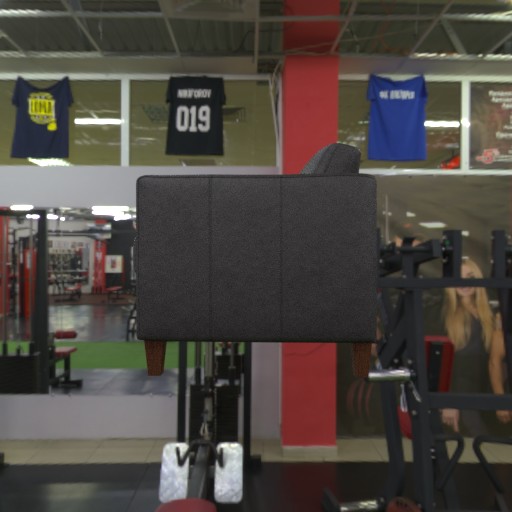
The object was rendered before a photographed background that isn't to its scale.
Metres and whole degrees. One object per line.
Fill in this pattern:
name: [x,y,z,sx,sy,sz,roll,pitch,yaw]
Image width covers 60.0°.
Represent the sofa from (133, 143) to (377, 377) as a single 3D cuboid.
sofa: [0.000,0.000,2.983,1.045,1.006,2.464,0,0,2]
